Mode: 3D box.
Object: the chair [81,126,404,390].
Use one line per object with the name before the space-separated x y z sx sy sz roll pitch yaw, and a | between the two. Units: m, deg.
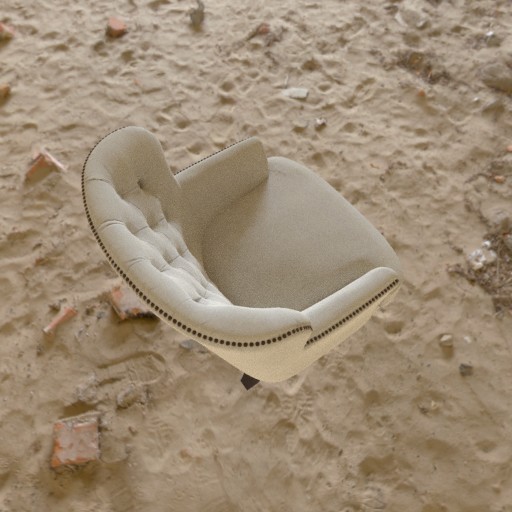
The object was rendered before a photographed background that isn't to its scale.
chair | 0.000 0.000 1.568 0.906 0.868 0.848 -31 63 -18
